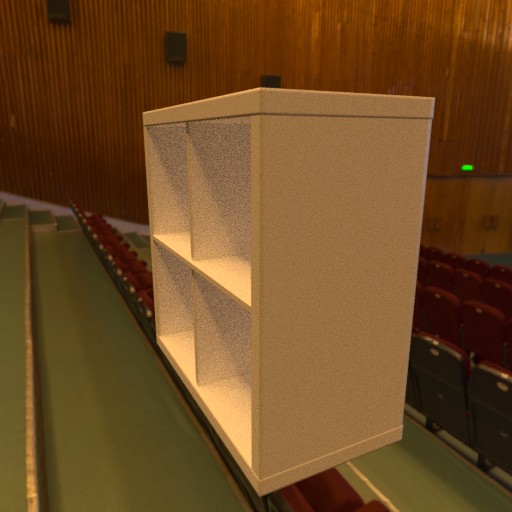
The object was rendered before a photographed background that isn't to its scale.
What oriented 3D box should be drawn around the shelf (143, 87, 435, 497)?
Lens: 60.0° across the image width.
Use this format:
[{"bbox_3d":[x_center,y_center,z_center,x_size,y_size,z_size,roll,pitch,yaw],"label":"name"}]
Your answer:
[{"bbox_3d":[0.000,0.000,1.230,0.390,0.786,0.790,-7,17,-26],"label":"shelf"}]
